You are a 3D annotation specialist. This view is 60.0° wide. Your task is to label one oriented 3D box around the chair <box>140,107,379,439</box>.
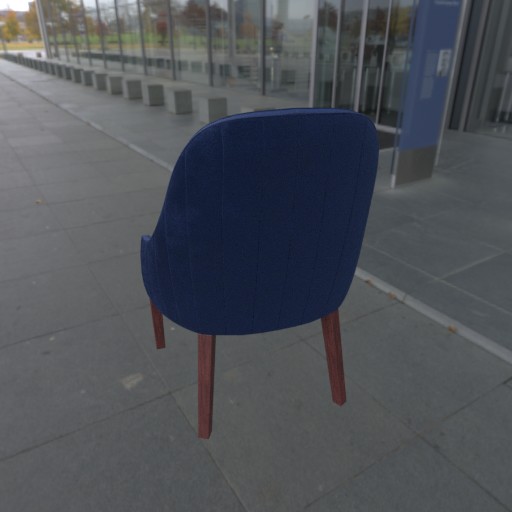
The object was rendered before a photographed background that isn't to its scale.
[{"bbox_3d":[0.000,0.000,1.287,0.643,0.889,0.575,-8,27,-16],"label":"chair"}]
